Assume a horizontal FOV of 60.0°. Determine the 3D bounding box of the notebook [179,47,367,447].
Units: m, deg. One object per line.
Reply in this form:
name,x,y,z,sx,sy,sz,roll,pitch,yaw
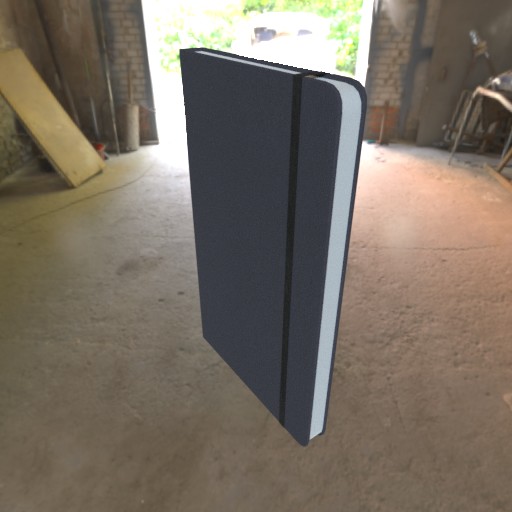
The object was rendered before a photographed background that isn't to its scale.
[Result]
notebook,0.000,0.000,0.262,0.016,0.213,0.127,-21,37,-30
